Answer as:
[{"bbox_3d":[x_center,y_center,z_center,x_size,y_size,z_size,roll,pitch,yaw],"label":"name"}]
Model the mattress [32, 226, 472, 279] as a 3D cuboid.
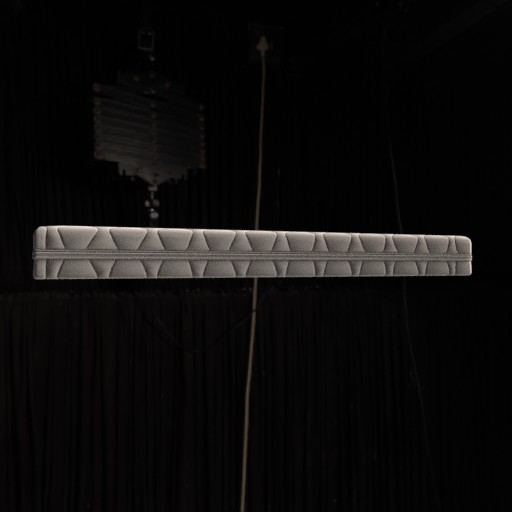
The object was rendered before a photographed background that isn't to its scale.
[{"bbox_3d":[0.000,0.000,2.339,2.000,0.200,0.900,0,-1,-18],"label":"mattress"}]
